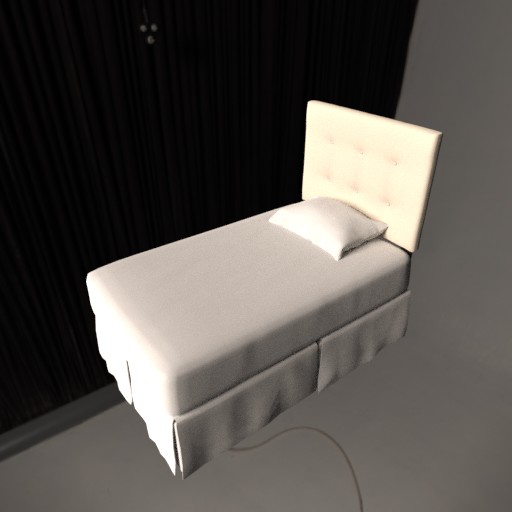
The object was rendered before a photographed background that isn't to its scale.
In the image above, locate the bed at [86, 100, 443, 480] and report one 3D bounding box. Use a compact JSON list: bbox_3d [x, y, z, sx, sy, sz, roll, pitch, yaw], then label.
[{"bbox_3d":[0.000,0.000,2.931,1.997,1.571,1.261,-21,37,-31],"label":"bed"}]
